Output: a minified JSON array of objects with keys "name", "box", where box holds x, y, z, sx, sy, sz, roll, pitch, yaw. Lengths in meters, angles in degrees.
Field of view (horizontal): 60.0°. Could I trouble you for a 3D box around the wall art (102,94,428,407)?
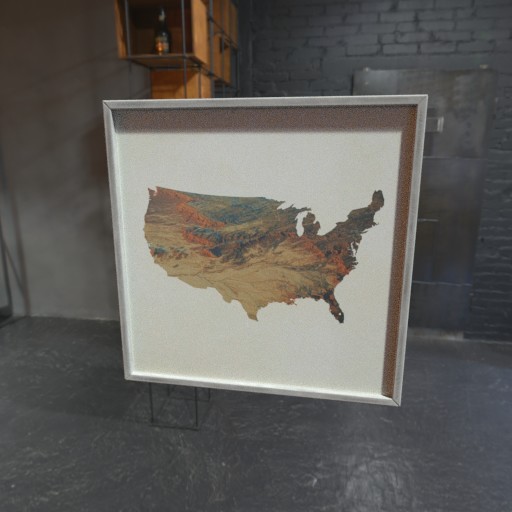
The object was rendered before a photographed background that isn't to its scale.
[{"name":"wall art","box":[0.000,0.000,0.450,0.303,0.303,0.015,3,14,10]}]
